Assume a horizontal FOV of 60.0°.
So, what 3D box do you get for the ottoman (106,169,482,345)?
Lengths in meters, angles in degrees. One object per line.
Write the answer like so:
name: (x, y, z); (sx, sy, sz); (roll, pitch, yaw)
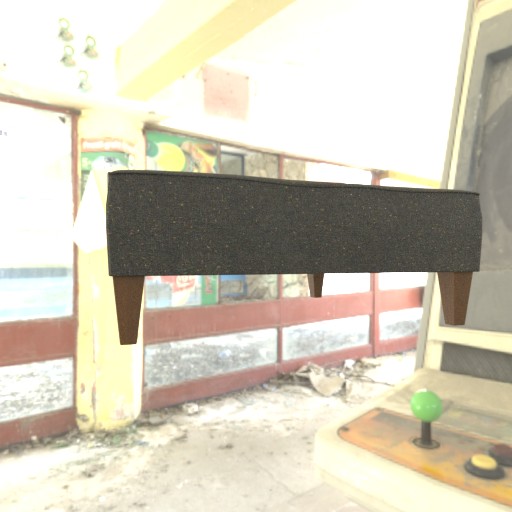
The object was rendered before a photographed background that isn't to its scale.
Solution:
ottoman: (0.000, 0.000, 1.519); (0.968, 0.382, 1.004); (0, 0, -18)
